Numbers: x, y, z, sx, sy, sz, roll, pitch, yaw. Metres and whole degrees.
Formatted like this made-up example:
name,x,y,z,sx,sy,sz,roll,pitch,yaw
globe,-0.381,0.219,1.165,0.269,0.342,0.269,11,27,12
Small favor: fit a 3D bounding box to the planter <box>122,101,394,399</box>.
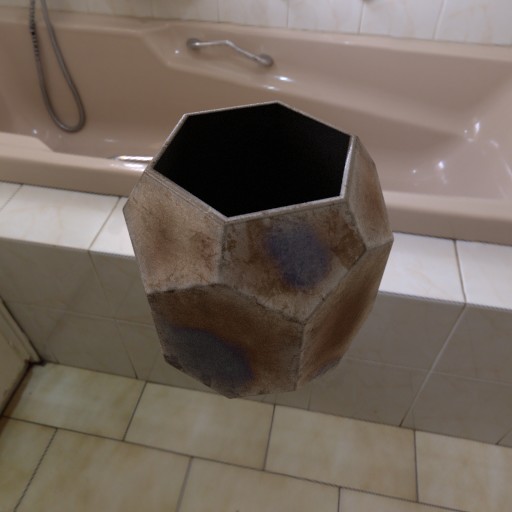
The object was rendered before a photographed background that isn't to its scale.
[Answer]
name,x,y,z,sx,sy,sz,roll,pitch,yaw
planter,0.000,0.000,0.435,0.243,0.238,0.221,10,47,9
